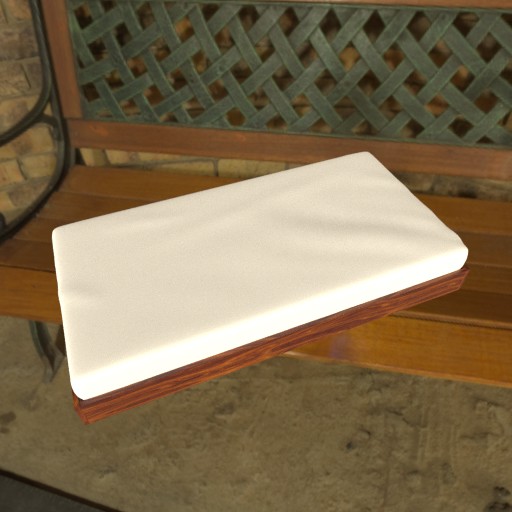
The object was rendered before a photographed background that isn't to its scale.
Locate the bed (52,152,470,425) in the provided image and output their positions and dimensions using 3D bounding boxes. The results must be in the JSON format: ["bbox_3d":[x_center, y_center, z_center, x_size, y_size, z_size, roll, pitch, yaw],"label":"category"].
[{"bbox_3d":[0.000,0.000,2.202,1.860,0.312,0.940,-16,49,-15],"label":"bed"}]
